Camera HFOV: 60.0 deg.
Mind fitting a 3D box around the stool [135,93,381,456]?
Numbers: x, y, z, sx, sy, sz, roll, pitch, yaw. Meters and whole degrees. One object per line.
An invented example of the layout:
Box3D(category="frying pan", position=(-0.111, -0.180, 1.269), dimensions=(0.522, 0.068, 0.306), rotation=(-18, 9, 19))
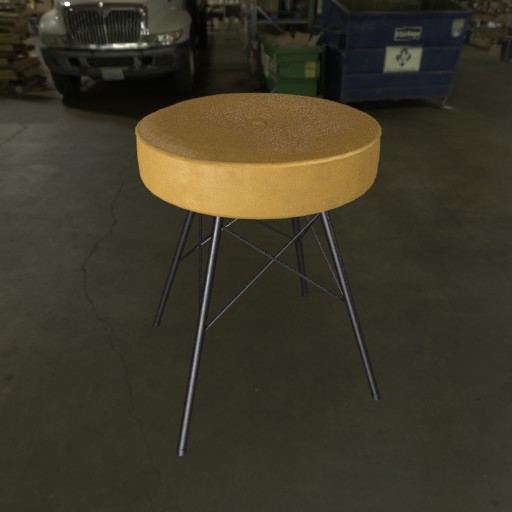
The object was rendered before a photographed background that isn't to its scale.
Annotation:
Box3D(category="stool", position=(0.000, 0.000, 0.935), dimensions=(0.472, 0.595, 0.438), rotation=(-8, 33, -13))
